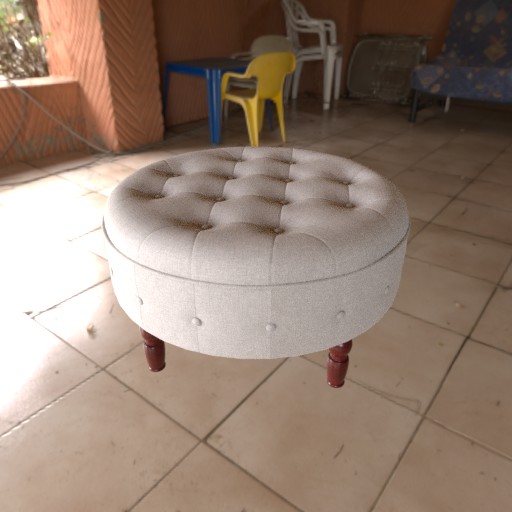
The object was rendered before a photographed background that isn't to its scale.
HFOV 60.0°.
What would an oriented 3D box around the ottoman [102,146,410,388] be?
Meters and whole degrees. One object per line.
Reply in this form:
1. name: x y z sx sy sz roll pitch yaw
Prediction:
1. ottoman: 0.000 0.000 1.352 0.849 0.478 0.849 0 29 0
